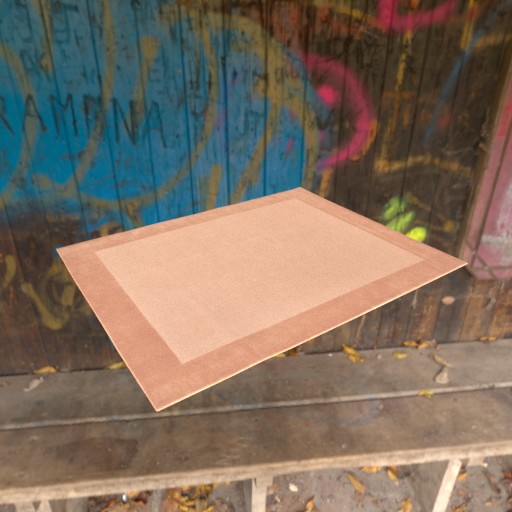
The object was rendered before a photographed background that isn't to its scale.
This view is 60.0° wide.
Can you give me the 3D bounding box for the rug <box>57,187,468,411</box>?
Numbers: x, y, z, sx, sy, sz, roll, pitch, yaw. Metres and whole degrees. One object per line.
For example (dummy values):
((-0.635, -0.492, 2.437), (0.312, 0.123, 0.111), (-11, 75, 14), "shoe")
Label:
((0.000, 0.000, 4.180), (3.057, 0.021, 2.431), (-18, 34, -30), "rug")
